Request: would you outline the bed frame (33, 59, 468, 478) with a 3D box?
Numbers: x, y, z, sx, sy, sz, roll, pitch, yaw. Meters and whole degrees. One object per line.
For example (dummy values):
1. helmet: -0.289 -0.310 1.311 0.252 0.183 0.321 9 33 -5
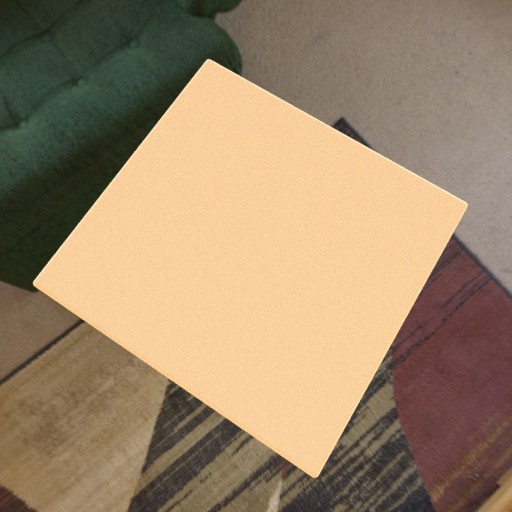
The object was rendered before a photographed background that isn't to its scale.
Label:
1. bed frame: 0.000 0.000 3.127 2.079 0.659 1.963 32 78 8
